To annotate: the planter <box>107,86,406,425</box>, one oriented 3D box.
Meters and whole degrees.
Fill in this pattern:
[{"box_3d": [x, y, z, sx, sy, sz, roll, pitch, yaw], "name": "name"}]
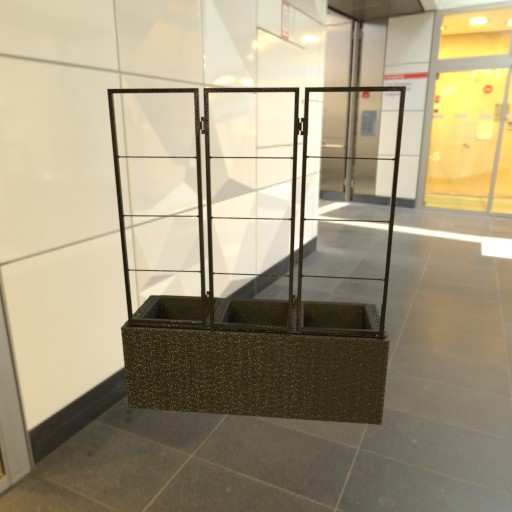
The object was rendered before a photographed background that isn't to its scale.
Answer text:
[{"box_3d": [0.000, 0.000, 1.203, 0.698, 0.841, 0.244, 2, 16, 6], "name": "planter"}]
